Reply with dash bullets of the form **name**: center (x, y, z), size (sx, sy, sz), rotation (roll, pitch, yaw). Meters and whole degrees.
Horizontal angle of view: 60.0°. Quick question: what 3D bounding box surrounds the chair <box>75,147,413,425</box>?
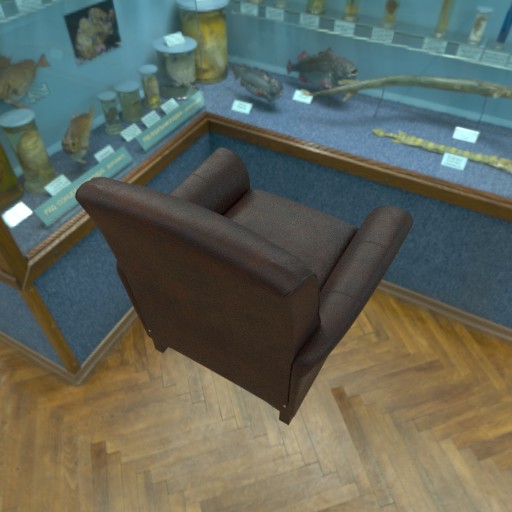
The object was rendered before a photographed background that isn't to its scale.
- **chair**: center (0.000, 0.000, 1.773), size (0.978, 1.061, 0.902), rotation (23, 51, 21)
